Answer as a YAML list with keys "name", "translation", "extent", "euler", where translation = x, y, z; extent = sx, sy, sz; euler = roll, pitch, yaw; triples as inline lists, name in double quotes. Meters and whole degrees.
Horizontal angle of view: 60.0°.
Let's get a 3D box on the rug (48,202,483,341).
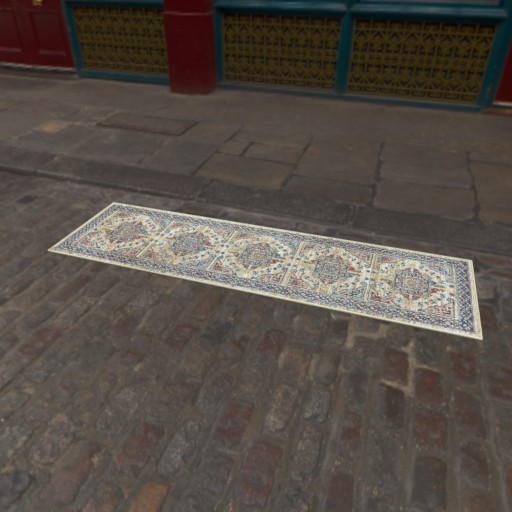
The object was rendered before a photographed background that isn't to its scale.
- name: "rug"
  translation: [0.000, 0.000, 2.493]
  extent: [2.297, 0.013, 0.661]
  euler: [10, 34, 16]
